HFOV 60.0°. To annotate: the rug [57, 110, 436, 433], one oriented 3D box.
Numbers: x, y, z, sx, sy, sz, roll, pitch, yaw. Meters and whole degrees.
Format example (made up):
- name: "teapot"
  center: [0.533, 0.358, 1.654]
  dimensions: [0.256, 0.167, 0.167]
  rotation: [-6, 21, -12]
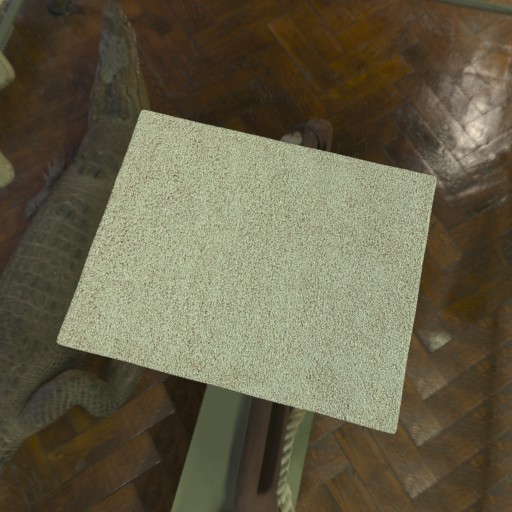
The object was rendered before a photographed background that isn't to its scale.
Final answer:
- name: "rug"
  center: [0.000, 0.000, 4.141]
  dimensions: [3.047, 0.029, 2.438]
  rotation: [14, 75, 4]
